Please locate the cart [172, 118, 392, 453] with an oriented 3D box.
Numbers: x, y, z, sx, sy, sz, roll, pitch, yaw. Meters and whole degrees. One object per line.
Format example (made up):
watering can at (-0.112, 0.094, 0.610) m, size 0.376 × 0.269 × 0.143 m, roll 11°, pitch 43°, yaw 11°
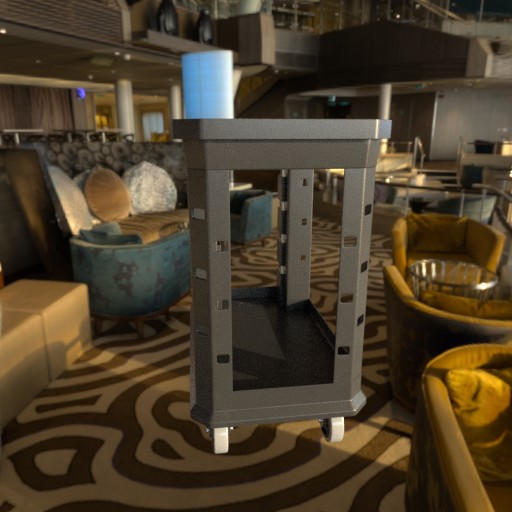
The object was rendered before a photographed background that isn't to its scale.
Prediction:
cart at (0.000, 0.000, 1.541) m, size 0.497 × 0.884 × 1.061 m, roll -2°, pitch 16°, yaw -8°
